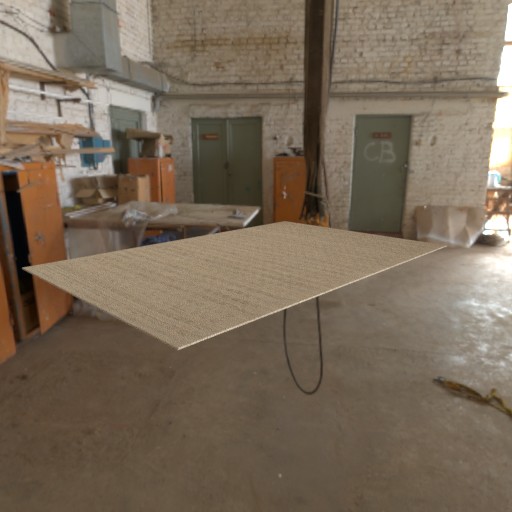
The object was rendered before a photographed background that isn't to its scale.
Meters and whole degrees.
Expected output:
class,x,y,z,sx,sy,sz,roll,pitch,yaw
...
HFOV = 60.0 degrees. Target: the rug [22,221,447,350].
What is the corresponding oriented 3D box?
class,x,y,z,sx,sy,sz,roll,pitch,yaw
rug,0.000,0.000,2.154,1.142,0.006,1.752,13,19,43
